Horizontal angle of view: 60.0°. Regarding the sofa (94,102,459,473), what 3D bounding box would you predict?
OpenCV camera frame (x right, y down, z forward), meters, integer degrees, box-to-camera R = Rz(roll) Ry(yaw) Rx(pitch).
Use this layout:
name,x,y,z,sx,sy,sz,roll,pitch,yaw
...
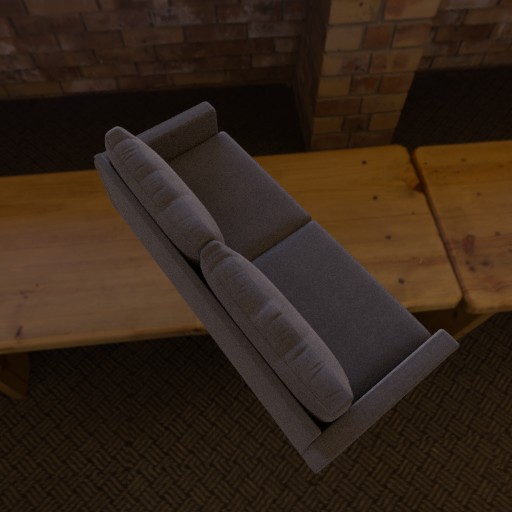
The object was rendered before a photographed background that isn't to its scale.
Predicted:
name,x,y,z,sx,sy,sz,roll,pitch,yaw
sofa,0.000,0.000,2.521,0.880,0.880,2.100,-33,65,-18
